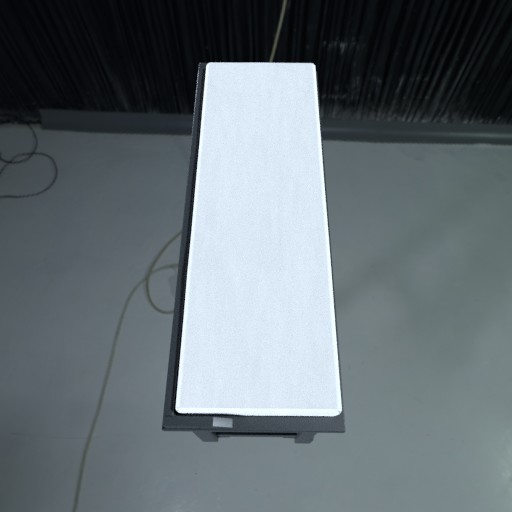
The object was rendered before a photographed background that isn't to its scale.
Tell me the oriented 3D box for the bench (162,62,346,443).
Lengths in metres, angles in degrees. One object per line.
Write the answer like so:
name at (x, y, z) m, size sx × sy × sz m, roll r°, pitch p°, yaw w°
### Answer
bench at (0.000, 0.000, 1.251) m, size 0.345 × 0.561 × 0.973 m, roll 0°, pitch 62°, yaw 0°
